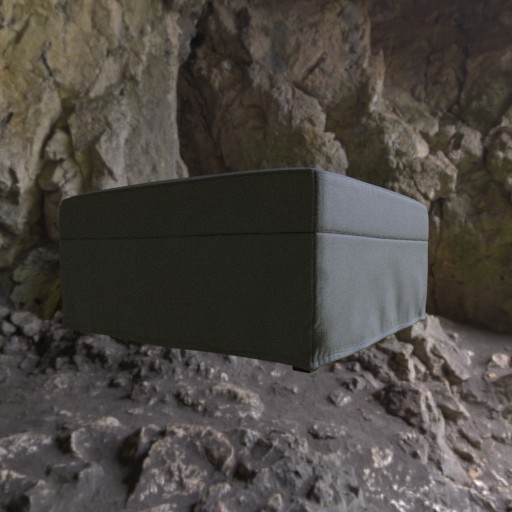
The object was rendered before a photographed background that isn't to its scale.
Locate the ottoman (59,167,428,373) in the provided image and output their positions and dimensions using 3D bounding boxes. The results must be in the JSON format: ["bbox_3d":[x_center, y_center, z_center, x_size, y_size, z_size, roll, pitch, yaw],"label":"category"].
[{"bbox_3d":[0.000,0.000,1.367,0.843,0.441,0.842,0,0,35],"label":"ottoman"}]
